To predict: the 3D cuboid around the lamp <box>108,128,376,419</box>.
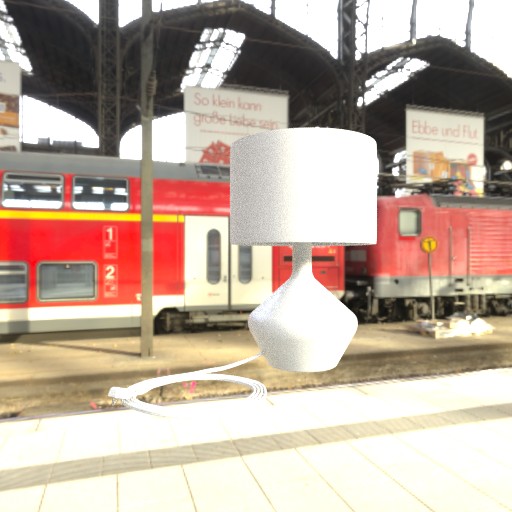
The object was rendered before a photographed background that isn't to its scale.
[{"bbox_3d":[0.000,0.000,0.855,0.546,0.457,0.401,0,0,-20],"label":"lamp"}]
